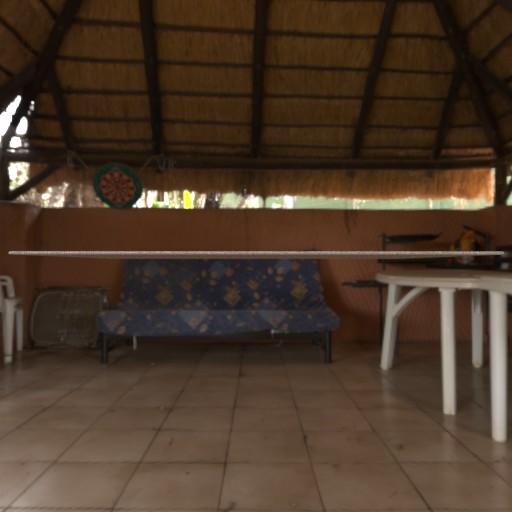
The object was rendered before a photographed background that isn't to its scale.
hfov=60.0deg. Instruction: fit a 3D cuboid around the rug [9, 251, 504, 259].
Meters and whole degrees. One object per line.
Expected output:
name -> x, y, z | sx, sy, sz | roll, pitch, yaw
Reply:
rug -> 0.000, 0.000, 2.937 | 2.438, 0.015, 1.524 | 0, -1, -1
